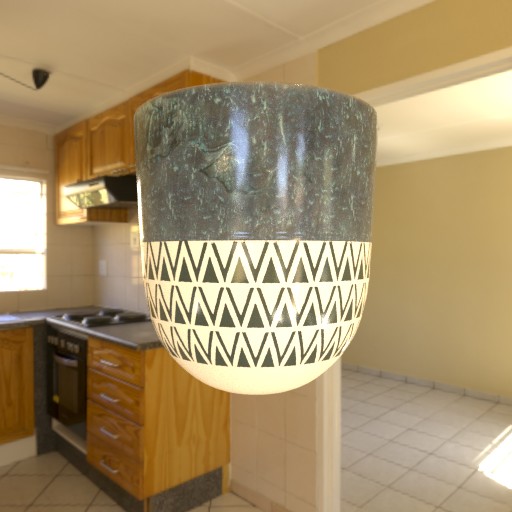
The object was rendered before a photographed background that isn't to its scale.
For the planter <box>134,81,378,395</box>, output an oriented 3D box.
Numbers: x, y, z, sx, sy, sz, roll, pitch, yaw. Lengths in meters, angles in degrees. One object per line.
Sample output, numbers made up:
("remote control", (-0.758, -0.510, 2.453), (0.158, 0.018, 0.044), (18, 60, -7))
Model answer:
("planter", (0.000, 0.000, 0.366), (0.195, 0.214, 0.195), (0, 0, 0))
